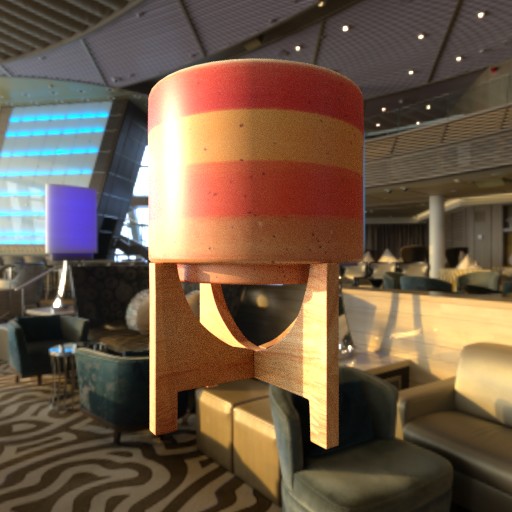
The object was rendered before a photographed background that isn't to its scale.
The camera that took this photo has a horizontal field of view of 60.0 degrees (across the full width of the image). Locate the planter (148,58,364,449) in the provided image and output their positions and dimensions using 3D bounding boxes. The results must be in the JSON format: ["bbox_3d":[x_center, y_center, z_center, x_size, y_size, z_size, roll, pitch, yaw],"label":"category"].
[{"bbox_3d":[0.000,0.000,0.548,0.269,0.379,0.269,0,0,0],"label":"planter"}]
